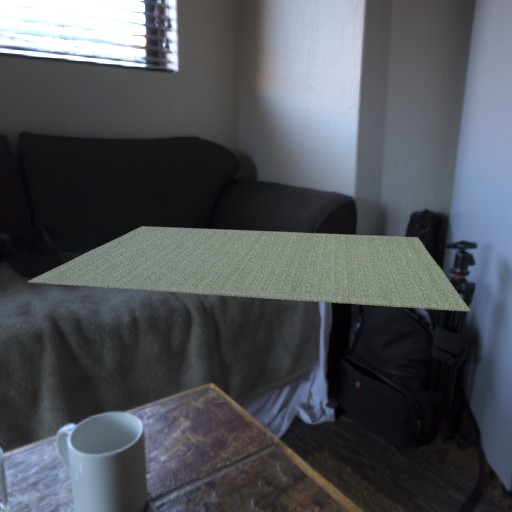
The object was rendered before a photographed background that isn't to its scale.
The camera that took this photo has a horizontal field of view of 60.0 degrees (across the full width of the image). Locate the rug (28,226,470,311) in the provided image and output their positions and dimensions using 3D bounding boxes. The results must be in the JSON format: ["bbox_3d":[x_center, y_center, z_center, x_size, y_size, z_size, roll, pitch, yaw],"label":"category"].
[{"bbox_3d":[0.000,0.000,2.246,1.747,0.006,1.143,3,16,10],"label":"rug"}]
